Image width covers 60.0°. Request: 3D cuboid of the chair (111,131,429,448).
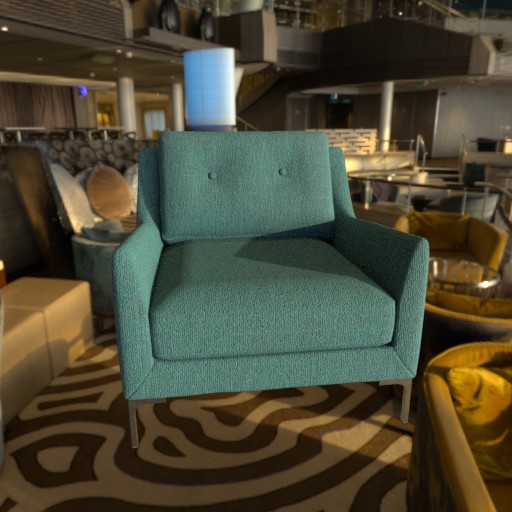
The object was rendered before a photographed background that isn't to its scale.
[{"bbox_3d":[0.000,0.000,1.530,0.847,0.828,0.849,-2,16,-8],"label":"chair"}]
